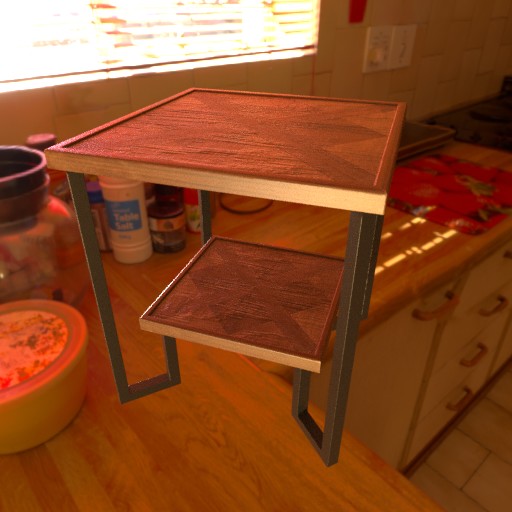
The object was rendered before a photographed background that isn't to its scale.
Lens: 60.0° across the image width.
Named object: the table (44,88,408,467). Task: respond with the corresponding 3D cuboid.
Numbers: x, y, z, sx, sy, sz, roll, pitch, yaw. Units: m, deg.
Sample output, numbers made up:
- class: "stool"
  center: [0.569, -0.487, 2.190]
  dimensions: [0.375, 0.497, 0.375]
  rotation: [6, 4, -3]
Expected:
- class: "table"
  center: [0.000, 0.000, 0.943]
  dimensions: [0.503, 0.563, 0.503]
  rotation: [10, 33, 16]
